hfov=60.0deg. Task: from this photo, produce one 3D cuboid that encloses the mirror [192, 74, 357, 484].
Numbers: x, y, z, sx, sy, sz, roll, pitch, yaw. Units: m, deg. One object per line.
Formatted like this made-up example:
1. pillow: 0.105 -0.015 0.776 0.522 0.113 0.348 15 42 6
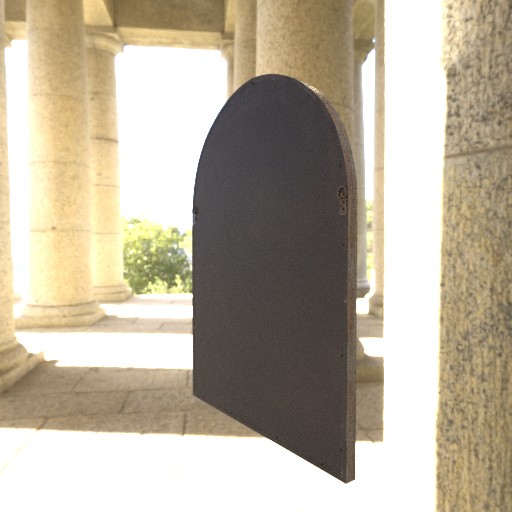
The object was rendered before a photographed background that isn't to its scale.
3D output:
1. mirror: 0.000 0.000 1.169 0.032 0.920 0.660 -1 2 -36
